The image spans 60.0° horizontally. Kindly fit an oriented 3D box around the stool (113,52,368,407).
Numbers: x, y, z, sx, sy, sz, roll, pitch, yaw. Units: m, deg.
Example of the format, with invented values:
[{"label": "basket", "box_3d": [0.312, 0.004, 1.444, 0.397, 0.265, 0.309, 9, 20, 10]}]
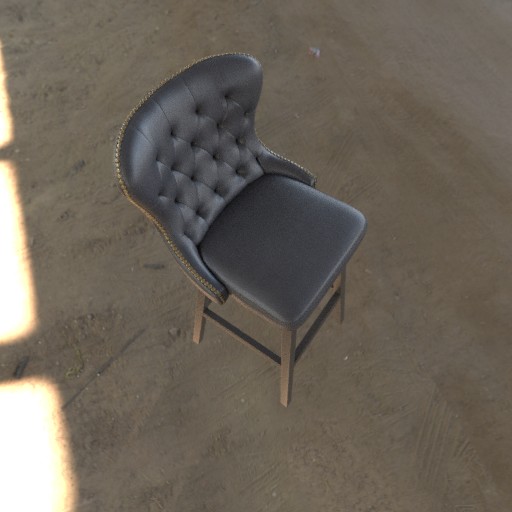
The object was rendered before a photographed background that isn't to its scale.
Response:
[{"label": "stool", "box_3d": [0.000, 0.000, 1.427, 0.601, 1.050, 0.528, 31, 63, 18]}]
